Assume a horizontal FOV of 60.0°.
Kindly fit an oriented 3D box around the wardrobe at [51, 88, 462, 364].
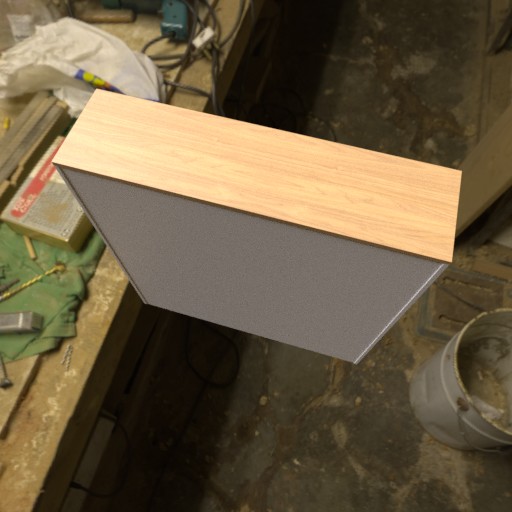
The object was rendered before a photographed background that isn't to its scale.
[{"bbox_3d":[0.000,0.000,3.430,2.160,2.260,0.590,15,65,7],"label":"wardrobe"}]
